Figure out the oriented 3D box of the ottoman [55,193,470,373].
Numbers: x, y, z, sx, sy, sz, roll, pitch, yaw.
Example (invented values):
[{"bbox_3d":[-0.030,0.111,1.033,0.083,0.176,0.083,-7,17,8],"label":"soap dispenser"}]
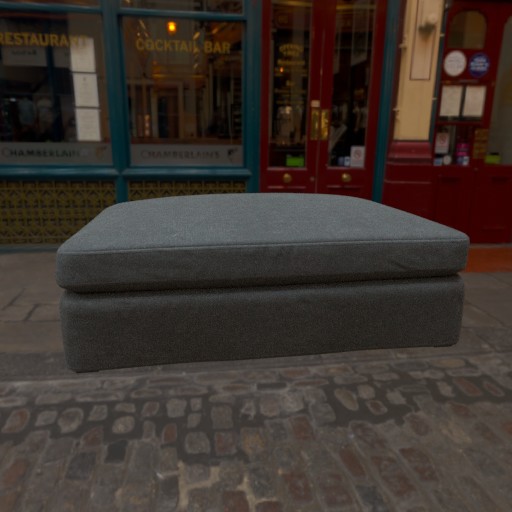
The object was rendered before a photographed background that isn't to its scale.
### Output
[{"bbox_3d":[0.000,0.000,1.623,1.199,0.429,0.840,-2,15,-8],"label":"ottoman"}]
